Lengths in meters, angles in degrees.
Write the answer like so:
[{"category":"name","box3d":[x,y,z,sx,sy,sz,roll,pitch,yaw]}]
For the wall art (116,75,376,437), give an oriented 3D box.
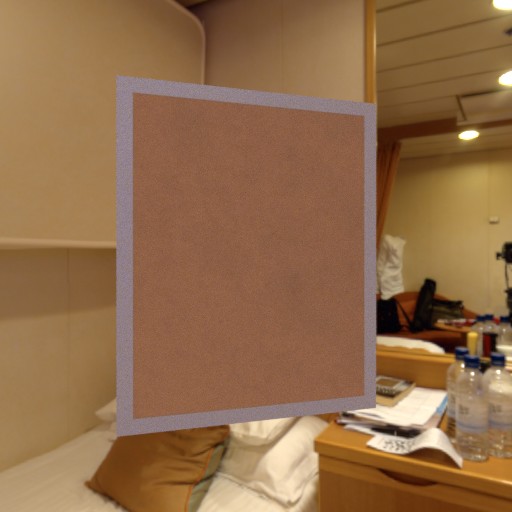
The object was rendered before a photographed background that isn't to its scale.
[{"category":"wall art","box3d":[0.000,0.000,1.102,0.661,0.811,0.026,0,0,-17]}]
